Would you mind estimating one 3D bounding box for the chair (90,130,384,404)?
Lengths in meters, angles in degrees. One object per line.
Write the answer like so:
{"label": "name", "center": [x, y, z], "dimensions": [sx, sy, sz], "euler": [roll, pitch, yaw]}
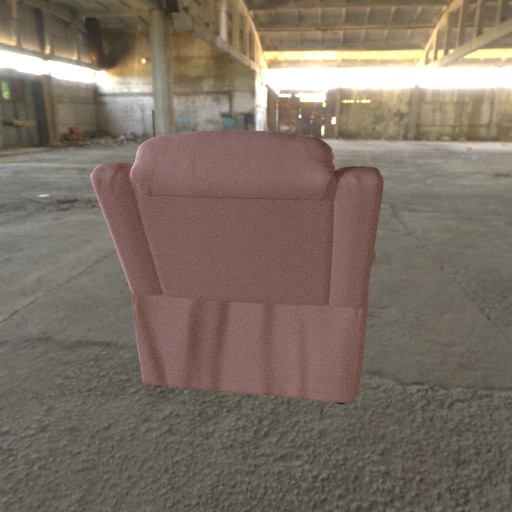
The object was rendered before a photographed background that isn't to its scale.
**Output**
{"label": "chair", "center": [0.000, 0.000, 1.267], "dimensions": [0.680, 0.702, 0.709], "euler": [3, 17, 8]}
